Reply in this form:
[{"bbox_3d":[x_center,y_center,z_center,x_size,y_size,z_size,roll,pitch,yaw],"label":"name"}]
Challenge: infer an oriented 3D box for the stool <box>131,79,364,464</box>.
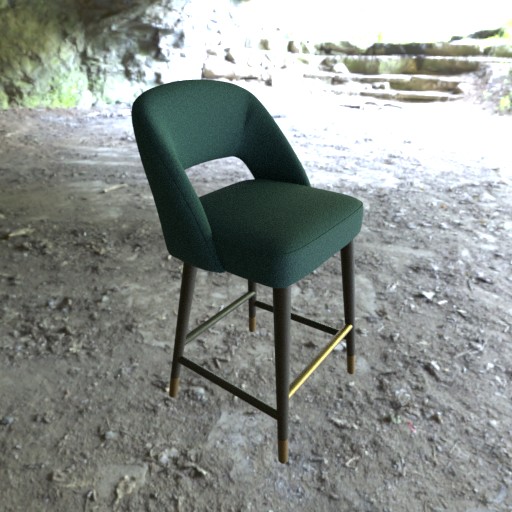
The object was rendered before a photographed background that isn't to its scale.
[{"bbox_3d":[0.000,0.000,1.297,0.522,0.939,0.536,18,31,31],"label":"stool"}]
